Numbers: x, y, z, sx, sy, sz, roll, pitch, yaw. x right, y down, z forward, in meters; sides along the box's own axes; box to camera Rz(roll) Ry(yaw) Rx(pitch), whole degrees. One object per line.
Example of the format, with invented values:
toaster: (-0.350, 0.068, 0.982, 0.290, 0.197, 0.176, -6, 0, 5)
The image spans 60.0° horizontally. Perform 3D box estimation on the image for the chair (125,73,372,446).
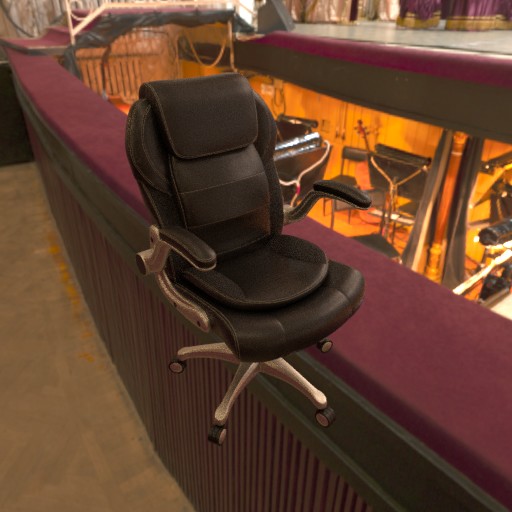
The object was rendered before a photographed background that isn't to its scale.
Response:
chair: (0.000, 0.000, 1.601, 0.724, 1.141, 0.801, -21, 36, -32)
